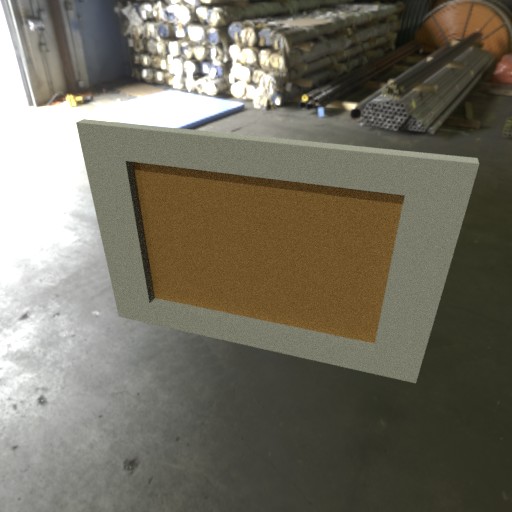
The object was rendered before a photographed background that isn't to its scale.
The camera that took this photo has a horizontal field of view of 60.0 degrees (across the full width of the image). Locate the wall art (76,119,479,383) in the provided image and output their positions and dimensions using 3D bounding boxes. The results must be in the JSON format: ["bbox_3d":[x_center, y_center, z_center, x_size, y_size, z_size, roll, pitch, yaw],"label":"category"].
[{"bbox_3d":[0.000,0.000,1.142,0.906,0.617,0.033,10,34,14],"label":"wall art"}]
